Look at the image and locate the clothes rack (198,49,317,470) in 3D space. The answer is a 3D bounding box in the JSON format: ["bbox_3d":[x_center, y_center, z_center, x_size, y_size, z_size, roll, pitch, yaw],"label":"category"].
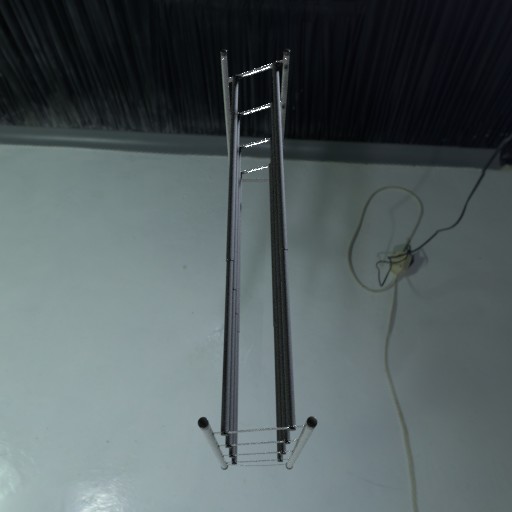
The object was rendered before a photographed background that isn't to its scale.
[{"bbox_3d":[0.000,0.000,1.416,0.229,0.672,1.168,0,58,0],"label":"clothes rack"}]
